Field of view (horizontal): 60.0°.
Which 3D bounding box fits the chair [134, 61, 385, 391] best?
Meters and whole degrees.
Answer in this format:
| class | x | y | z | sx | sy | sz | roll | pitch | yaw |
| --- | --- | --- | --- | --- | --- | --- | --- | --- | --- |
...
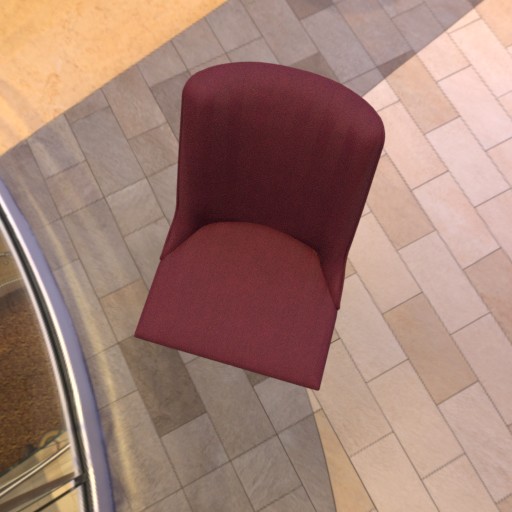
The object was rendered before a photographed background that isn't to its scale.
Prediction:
| class | x | y | z | sx | sy | sz | roll | pitch | yaw |
| --- | --- | --- | --- | --- | --- | --- | --- | --- | --- |
| chair | 0.000 | 0.000 | 1.296 | 0.548 | 0.916 | 0.638 | 15 | 76 | 4 |
